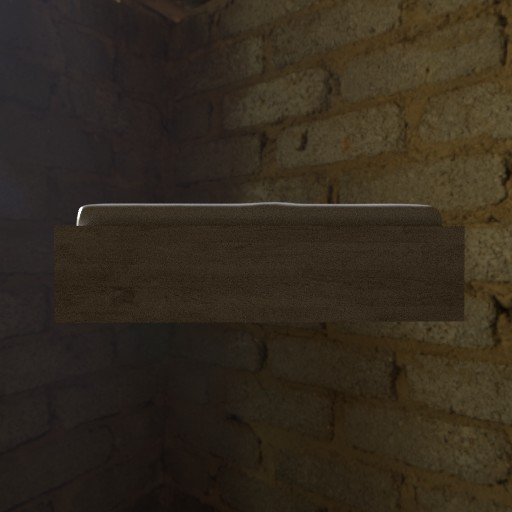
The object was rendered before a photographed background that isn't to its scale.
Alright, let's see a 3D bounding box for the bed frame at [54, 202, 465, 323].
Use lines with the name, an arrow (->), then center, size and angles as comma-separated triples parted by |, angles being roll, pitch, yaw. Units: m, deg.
bed frame -> 0.000, 0.000, 2.584 | 1.490, 0.462, 1.950 | 0, 1, -1
